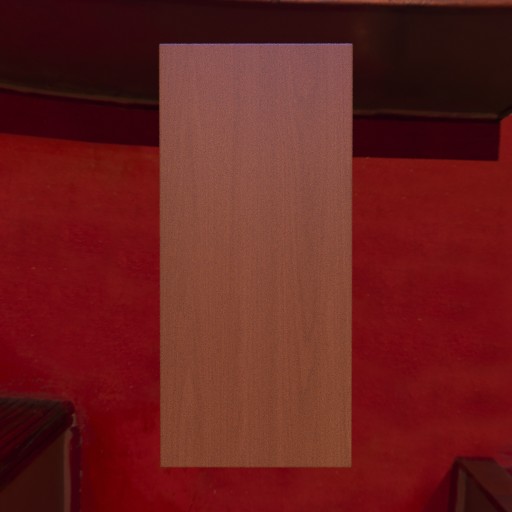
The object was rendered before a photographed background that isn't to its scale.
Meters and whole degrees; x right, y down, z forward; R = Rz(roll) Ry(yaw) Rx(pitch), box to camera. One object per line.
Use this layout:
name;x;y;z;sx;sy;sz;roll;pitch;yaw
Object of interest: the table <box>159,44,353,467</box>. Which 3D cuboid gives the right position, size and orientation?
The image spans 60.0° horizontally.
table;0.000;0.000;1.349;0.500;0.400;1.100;0;91;0
